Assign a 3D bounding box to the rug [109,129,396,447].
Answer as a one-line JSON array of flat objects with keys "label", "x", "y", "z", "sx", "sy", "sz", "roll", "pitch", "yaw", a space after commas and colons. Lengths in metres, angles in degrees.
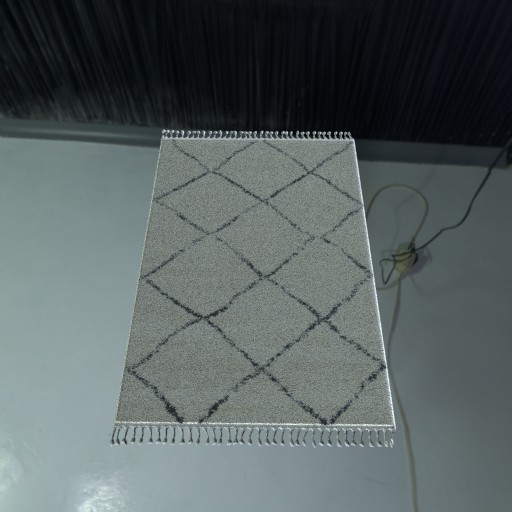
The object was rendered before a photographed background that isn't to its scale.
[{"label": "rug", "x": 0.000, "y": 0.000, "z": 2.880, "sx": 1.494, "sy": 0.031, "sz": 2.307, "roll": 1, "pitch": 59, "yaw": 0}]
